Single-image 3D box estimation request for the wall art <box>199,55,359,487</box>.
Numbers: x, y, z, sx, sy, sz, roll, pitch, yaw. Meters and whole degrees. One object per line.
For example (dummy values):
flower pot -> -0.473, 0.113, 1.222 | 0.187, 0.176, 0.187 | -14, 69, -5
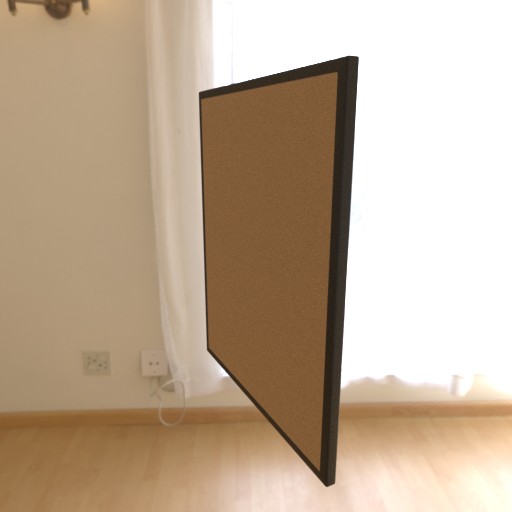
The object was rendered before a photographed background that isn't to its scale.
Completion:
wall art -> 0.000, 0.000, 0.779 | 0.018, 0.582, 0.481 | -8, 17, -26
